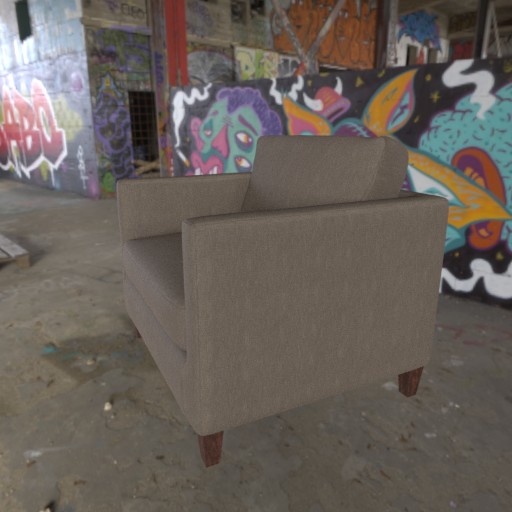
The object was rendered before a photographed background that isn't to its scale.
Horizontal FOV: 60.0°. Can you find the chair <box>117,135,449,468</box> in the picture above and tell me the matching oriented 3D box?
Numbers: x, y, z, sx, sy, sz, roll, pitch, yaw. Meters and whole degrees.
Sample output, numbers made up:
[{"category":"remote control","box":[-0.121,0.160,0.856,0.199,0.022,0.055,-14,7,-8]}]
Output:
[{"category":"chair","box":[0.000,0.000,1.822,0.959,0.963,1.107,-8,18,-25]}]
